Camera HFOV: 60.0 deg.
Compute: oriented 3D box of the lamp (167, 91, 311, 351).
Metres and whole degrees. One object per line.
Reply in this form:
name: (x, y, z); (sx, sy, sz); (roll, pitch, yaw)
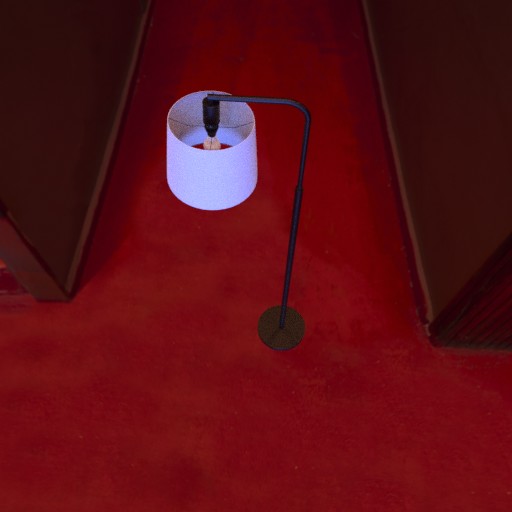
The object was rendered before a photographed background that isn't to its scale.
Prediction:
lamp: (0.000, 0.000, 1.673); (0.508, 1.478, 0.254); (-1, 59, 0)
